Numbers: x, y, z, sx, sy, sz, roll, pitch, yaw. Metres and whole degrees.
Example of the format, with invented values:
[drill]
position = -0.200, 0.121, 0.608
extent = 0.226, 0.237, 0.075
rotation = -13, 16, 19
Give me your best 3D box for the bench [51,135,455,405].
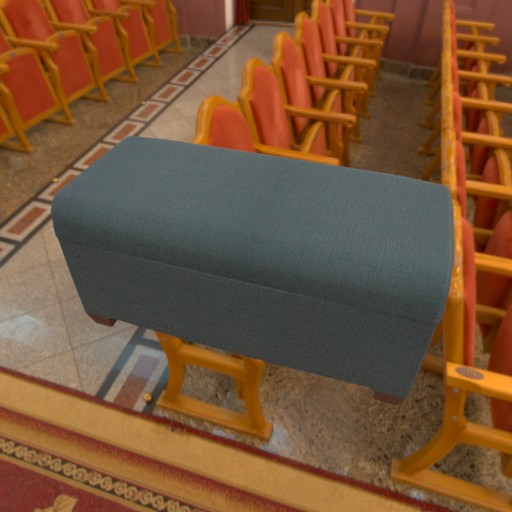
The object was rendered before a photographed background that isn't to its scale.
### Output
[bench]
position = 0.000, 0.000, 1.295
extent = 0.995, 0.474, 0.476
rotation = 12, 42, 14
